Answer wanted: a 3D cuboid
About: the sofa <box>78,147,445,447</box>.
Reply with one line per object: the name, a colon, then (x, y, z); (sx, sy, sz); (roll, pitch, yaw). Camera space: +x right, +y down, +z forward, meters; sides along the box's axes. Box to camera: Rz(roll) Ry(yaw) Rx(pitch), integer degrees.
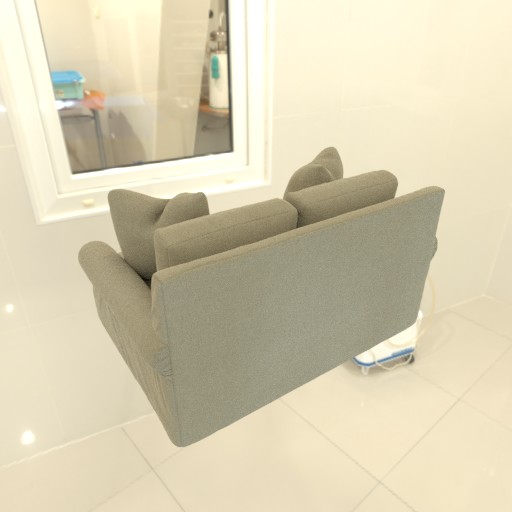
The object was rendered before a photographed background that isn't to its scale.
sofa: (0.000, 0.000, 2.246); (1.550, 0.905, 1.070); (-18, 34, -30)
